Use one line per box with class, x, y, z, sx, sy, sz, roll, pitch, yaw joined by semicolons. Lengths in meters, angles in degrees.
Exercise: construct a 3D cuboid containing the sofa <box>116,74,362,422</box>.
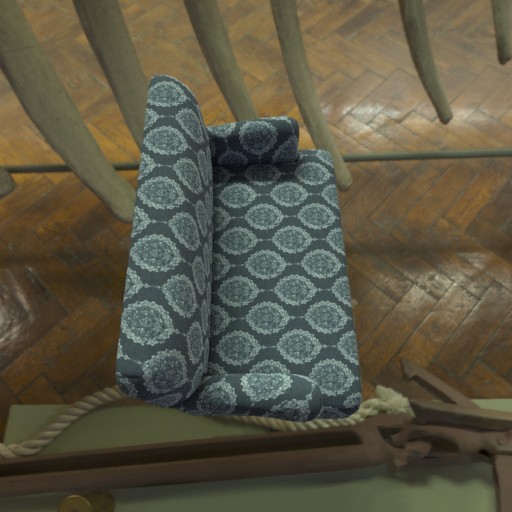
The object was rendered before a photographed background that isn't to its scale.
sofa;0.000;0.000;1.802;0.779;0.867;1.297;-1;63;-1
